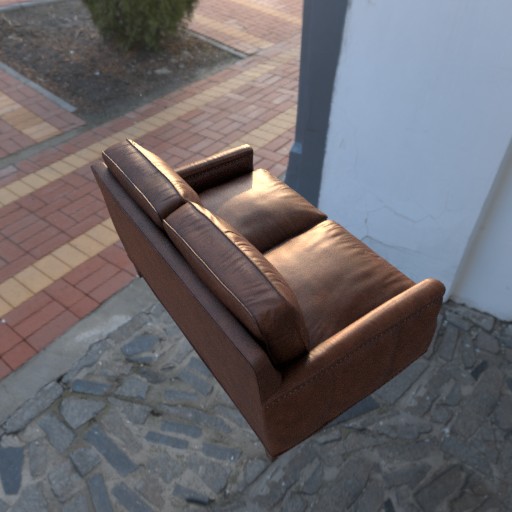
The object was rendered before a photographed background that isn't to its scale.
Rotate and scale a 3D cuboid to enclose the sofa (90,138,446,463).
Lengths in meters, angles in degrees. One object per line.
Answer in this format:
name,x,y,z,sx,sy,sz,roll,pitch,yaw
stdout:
sofa,0.000,0.000,2.302,1.083,1.003,1.628,-25,48,-25
